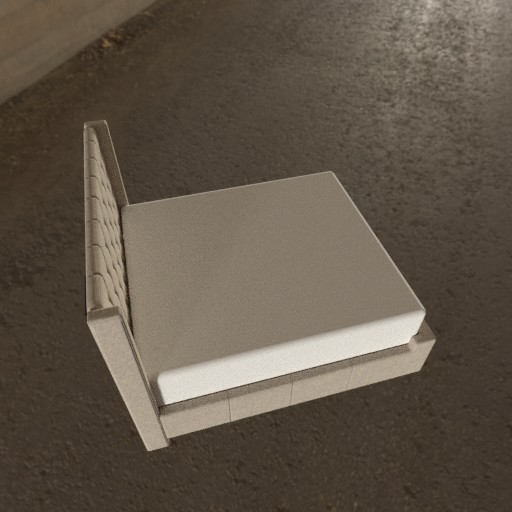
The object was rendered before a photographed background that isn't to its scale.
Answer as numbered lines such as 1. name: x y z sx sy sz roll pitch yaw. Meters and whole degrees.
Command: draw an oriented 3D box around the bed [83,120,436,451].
1. bed: 0.000 0.000 3.735 2.370 1.743 2.045 -11 47 -11
